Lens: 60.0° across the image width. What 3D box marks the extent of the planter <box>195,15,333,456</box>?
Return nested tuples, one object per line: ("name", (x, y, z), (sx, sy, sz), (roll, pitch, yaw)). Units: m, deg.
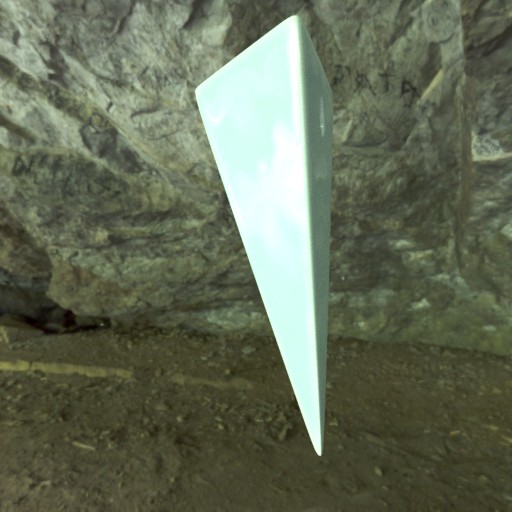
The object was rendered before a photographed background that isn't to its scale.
("planter", (0.000, 0.000, 0.210), (0.064, 0.178, 0.080), (-1, -2, 19))
